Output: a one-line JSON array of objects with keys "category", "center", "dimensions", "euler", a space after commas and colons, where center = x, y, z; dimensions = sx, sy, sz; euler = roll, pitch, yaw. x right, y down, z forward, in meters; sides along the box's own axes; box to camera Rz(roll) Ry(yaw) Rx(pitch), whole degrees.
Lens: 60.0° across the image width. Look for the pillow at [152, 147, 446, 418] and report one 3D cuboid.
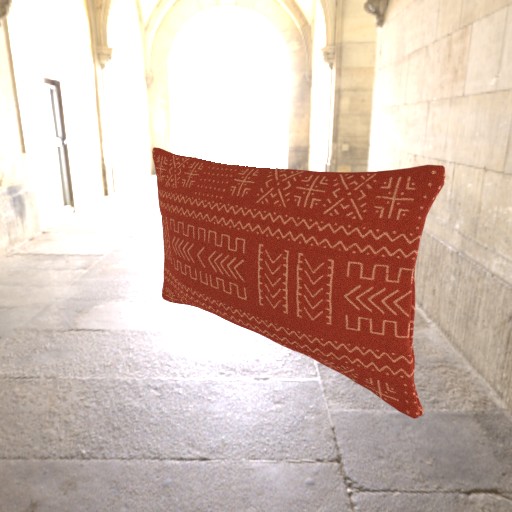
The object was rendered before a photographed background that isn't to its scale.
[{"category": "pillow", "center": [0.000, 0.000, 0.782], "dimensions": [0.640, 0.352, 0.130], "euler": [16, 23, 43]}]
